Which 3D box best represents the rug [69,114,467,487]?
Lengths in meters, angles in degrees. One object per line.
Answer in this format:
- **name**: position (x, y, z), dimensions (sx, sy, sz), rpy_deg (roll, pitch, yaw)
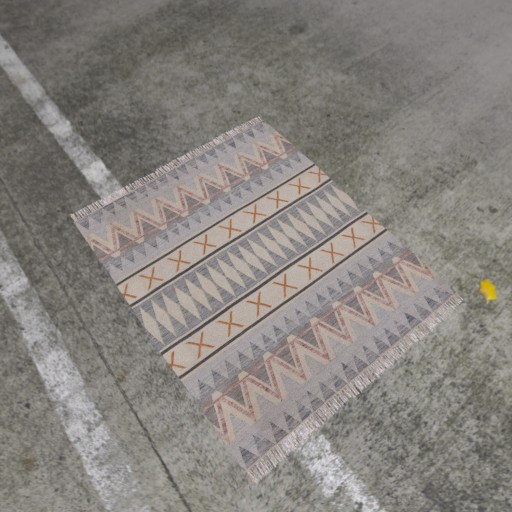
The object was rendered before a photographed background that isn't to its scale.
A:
- **rug**: position (0.000, 0.000, 4.097), dimensions (2.371, 0.012, 3.000), rpy_deg (-33, 64, -19)
